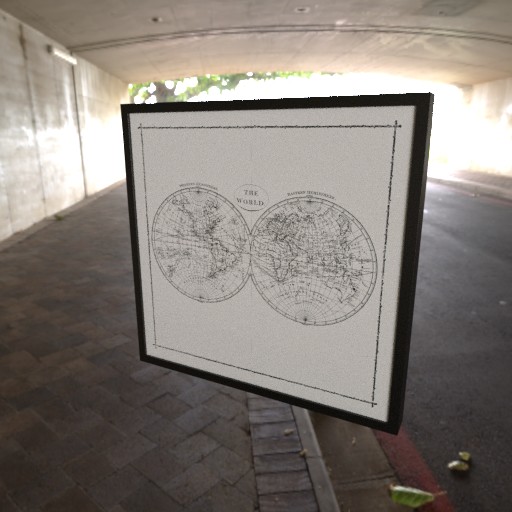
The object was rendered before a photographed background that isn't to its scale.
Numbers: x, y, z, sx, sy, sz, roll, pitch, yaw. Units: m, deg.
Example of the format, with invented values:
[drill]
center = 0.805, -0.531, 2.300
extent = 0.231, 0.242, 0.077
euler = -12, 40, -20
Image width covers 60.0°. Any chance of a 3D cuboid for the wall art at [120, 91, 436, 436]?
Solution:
[wall art]
center = 0.000, 0.000, 0.477
extent = 0.327, 0.318, 0.029
euler = 8, 17, 26
